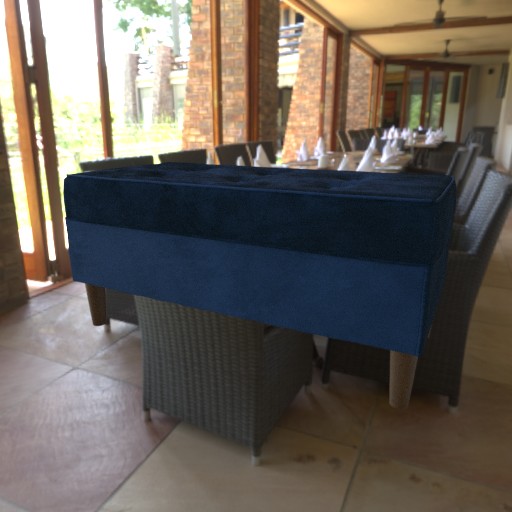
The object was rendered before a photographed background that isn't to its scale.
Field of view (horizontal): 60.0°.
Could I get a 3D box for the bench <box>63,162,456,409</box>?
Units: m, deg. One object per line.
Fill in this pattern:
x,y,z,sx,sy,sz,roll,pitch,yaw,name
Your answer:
0.000,0.000,1.286,1.010,0.467,0.489,8,19,26,bench
